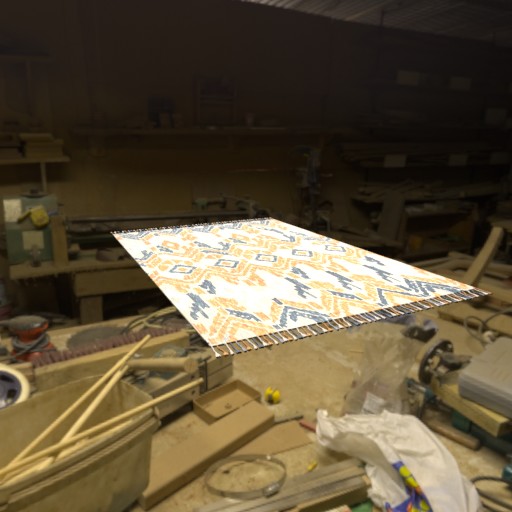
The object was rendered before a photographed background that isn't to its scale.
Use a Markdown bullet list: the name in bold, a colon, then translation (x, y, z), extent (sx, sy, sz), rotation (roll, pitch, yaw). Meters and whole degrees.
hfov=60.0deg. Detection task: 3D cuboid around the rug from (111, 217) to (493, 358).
- **rug**: translation (0.000, 0.000, 2.999), extent (1.533, 0.010, 2.428), rotation (-8, 17, -26)
